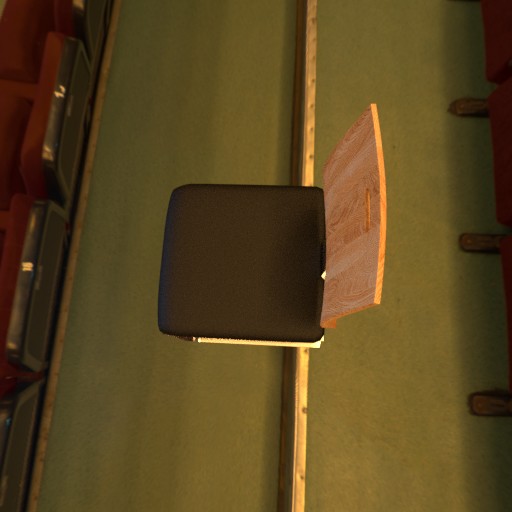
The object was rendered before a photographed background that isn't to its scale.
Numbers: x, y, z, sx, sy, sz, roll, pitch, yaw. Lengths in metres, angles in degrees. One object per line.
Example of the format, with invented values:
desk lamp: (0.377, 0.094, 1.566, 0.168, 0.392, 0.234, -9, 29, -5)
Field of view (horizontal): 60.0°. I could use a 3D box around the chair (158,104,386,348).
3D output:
chair: (0.000, 0.000, 1.241, 0.560, 0.936, 0.462, 3, 76, 1)
